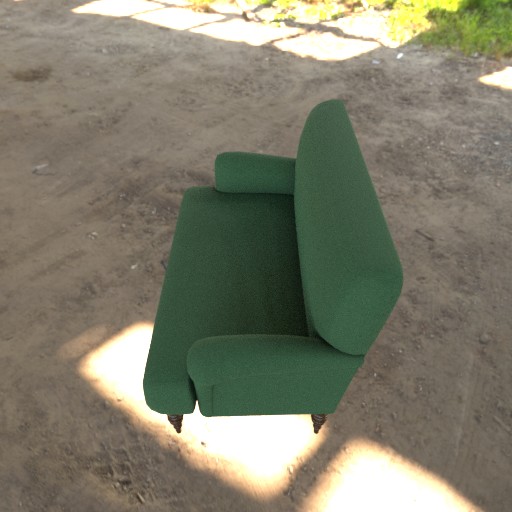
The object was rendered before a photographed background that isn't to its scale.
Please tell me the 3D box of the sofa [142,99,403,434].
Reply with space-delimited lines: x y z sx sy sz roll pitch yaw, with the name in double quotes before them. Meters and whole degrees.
"sofa" 0.000 0.000 1.849 0.779 0.889 1.297 0 42 0
